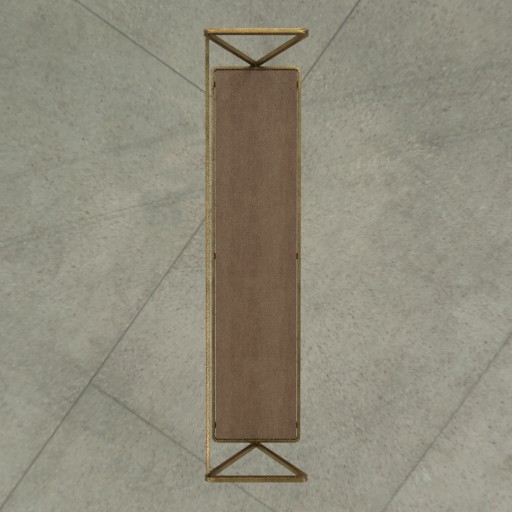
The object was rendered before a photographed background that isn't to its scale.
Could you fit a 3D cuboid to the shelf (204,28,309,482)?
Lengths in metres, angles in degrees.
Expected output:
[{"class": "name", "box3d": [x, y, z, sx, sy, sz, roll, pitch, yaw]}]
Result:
[{"class": "shelf", "box3d": [0.000, 0.000, 0.743, 0.150, 0.229, 0.645, 0, 91, 0]}]
